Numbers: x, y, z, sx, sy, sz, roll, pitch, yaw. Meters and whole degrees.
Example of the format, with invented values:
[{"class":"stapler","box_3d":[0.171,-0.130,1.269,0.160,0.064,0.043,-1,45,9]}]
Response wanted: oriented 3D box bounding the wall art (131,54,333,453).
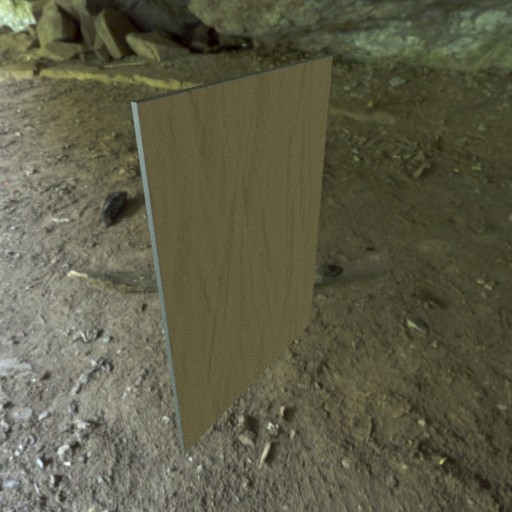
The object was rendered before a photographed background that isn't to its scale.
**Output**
[{"class":"wall art","box_3d":[0.000,0.000,1.442,0.016,1.116,0.810,21,38,30]}]
